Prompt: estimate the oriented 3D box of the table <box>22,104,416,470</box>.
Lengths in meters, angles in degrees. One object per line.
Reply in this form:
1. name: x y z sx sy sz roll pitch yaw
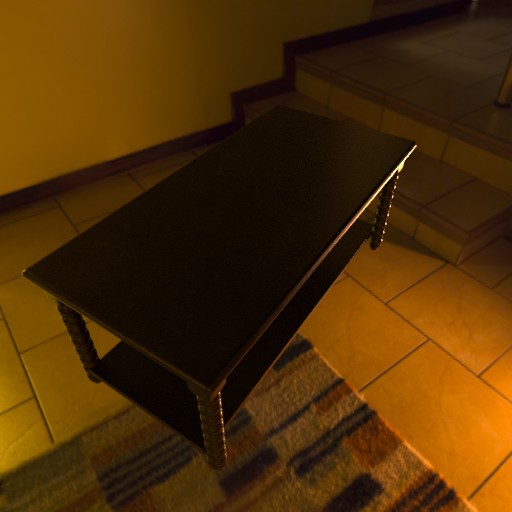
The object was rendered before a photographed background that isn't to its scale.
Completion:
1. table: 0.000 0.000 1.460 0.580 0.487 1.171 24 47 24
